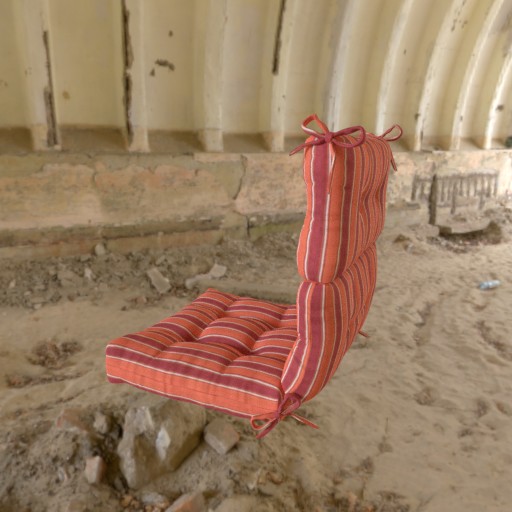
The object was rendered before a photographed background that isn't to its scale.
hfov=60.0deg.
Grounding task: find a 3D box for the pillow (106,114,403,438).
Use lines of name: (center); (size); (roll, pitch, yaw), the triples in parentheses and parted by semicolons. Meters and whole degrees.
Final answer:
pillow: (0.000, 0.000, 1.043); (0.571, 0.605, 0.519); (7, 16, 24)
